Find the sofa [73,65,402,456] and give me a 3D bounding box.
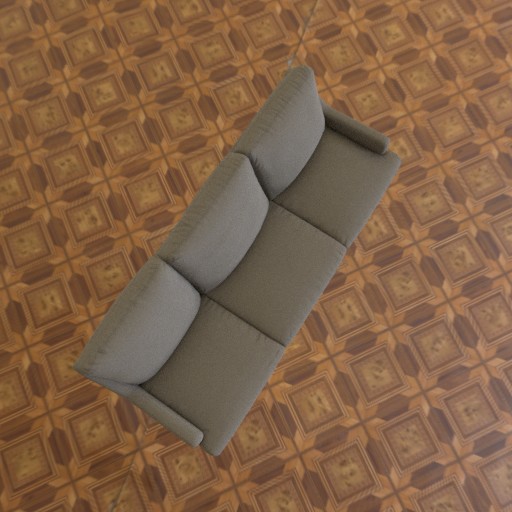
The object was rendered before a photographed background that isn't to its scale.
[{"bbox_3d":[0.000,0.000,2.884,0.987,0.926,2.344,32,79,7],"label":"sofa"}]
